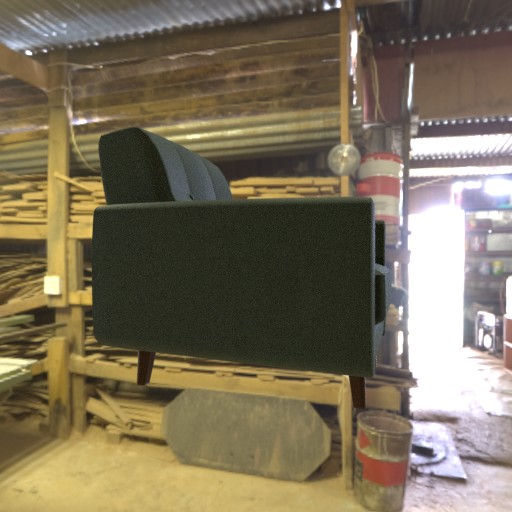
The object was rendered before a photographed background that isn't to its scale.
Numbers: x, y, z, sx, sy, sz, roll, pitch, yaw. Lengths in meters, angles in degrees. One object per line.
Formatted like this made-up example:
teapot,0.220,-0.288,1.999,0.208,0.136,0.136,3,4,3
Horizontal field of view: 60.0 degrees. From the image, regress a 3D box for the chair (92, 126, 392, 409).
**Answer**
chair,0.000,0.000,1.582,0.909,0.841,0.831,0,0,19
